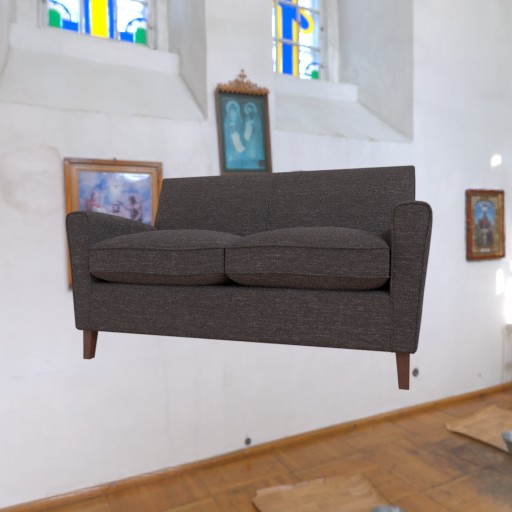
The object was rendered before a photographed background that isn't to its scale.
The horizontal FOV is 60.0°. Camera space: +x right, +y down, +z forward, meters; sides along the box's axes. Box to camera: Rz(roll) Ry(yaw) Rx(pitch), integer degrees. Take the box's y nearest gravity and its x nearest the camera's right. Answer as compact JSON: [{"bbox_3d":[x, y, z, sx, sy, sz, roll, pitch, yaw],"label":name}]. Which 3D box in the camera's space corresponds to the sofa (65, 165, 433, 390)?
[{"bbox_3d":[0.000,0.000,2.096,1.509,0.905,0.867,0,1,18],"label":"sofa"}]
